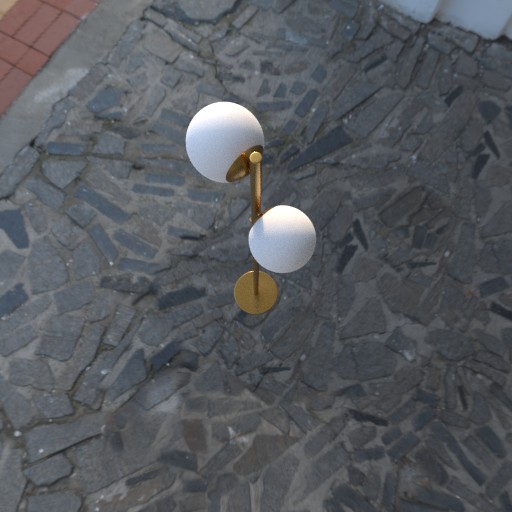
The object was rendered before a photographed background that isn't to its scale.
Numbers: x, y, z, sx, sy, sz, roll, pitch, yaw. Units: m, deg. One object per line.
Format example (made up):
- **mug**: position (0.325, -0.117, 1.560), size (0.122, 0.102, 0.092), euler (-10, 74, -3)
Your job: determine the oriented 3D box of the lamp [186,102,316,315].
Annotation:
- **lamp**: position (0.000, 0.000, 1.755), size (0.249, 1.641, 0.419), euler (-40, 78, -10)
